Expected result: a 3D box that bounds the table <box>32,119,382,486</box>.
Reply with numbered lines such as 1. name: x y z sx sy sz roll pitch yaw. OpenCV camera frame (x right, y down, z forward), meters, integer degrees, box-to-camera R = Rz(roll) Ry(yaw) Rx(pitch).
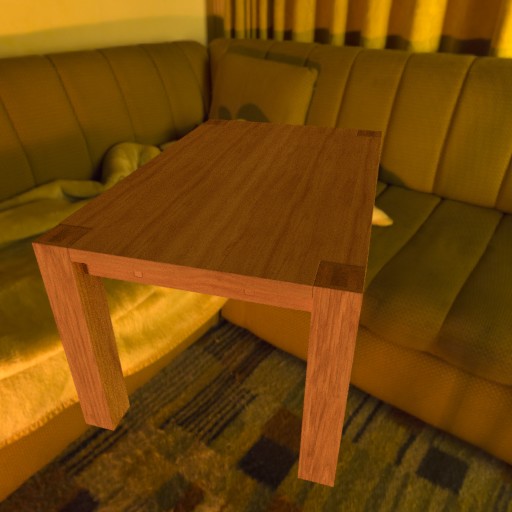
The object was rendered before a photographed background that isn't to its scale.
1. table: 0.000 0.000 1.893 0.900 0.760 1.400 8 32 13
